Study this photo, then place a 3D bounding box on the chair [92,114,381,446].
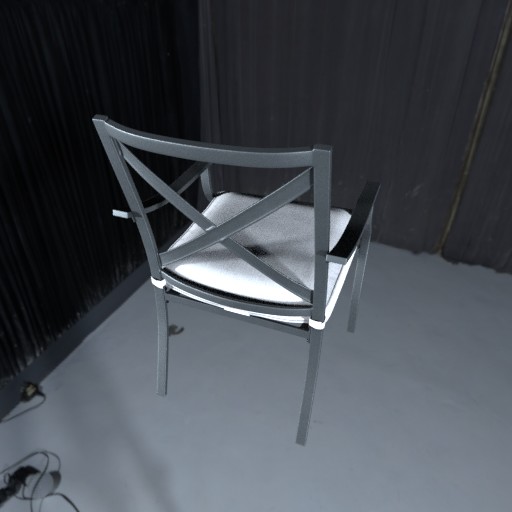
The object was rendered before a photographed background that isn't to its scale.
[{"bbox_3d":[0.000,0.000,1.269,0.575,0.889,0.620,13,35,18],"label":"chair"}]
